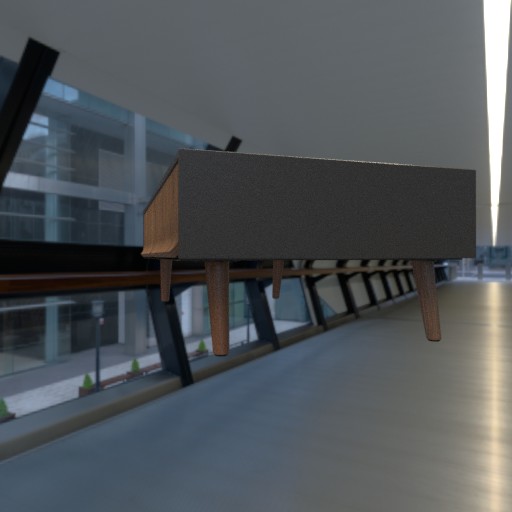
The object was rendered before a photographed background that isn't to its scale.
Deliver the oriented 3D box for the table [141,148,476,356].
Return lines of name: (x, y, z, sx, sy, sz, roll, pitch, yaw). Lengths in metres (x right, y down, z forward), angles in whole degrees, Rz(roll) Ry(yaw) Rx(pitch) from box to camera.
table: (0.000, 0.000, 1.503, 0.703, 0.404, 1.201, 0, 0, -17)
